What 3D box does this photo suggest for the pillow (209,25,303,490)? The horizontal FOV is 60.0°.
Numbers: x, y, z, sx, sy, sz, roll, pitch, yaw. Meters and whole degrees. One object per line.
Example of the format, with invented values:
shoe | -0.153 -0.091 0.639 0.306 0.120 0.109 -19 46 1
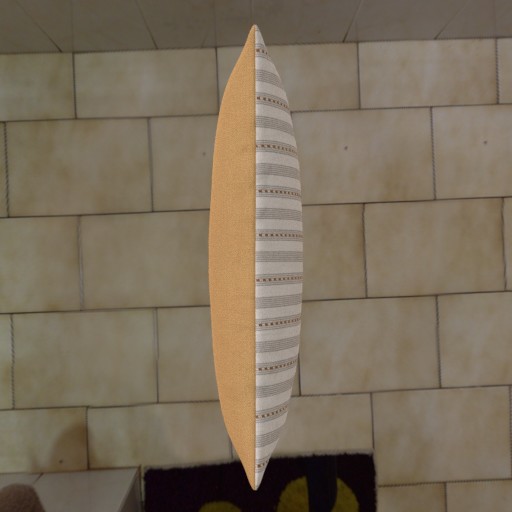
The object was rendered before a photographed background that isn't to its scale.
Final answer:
pillow | 0.000 0.000 0.718 0.151 0.291 0.608 0 90 -1
